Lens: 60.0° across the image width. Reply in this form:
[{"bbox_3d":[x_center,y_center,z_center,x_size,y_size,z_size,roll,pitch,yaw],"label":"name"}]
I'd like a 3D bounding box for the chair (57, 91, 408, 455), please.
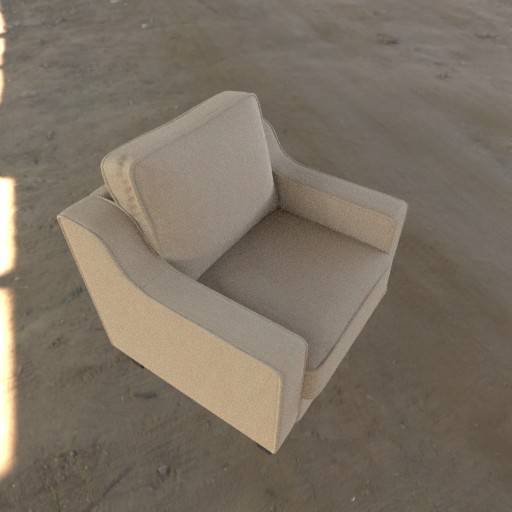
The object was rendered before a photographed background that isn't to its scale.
[{"bbox_3d":[0.000,0.000,1.662,0.882,0.948,0.922,25,48,25],"label":"chair"}]
